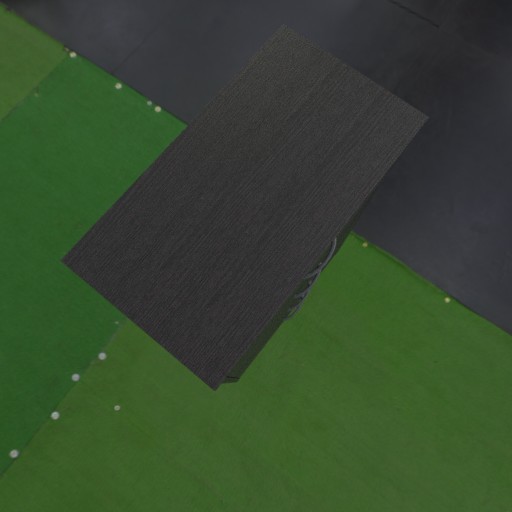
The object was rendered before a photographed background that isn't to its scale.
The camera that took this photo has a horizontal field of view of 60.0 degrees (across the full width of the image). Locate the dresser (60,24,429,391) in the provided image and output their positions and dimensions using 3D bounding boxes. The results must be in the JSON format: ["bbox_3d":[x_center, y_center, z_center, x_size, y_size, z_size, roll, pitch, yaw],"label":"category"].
[{"bbox_3d":[0.000,0.000,1.380,0.399,1.020,0.704,37,78,10],"label":"dresser"}]
